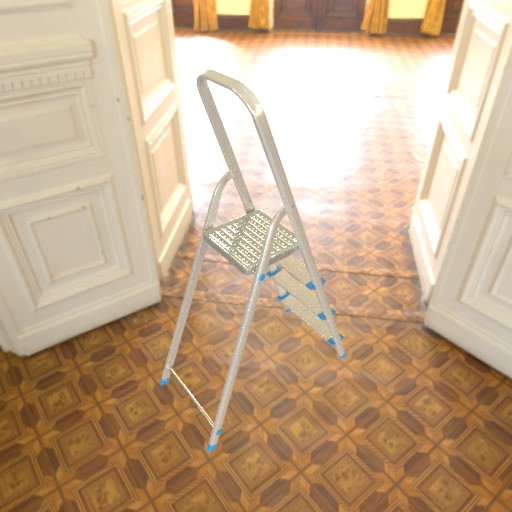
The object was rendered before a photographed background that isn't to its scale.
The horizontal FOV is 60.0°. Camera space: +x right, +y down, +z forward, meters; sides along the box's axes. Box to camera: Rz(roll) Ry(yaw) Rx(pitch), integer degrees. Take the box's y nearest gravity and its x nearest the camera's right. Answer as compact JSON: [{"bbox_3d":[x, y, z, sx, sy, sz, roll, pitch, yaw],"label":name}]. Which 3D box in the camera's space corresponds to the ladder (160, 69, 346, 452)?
[{"bbox_3d":[0.000,0.000,1.767,0.842,1.434,0.445,-26,45,-29],"label":"ladder"}]
